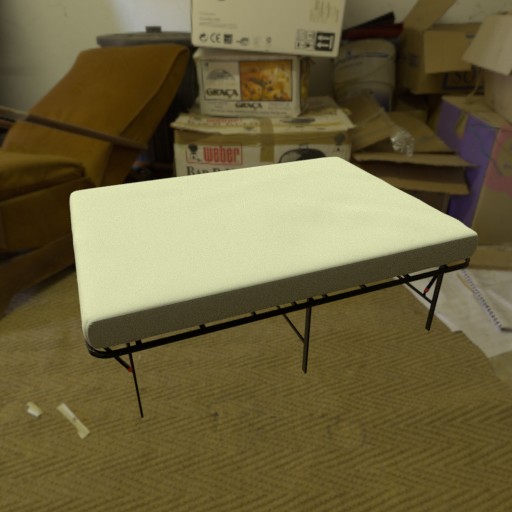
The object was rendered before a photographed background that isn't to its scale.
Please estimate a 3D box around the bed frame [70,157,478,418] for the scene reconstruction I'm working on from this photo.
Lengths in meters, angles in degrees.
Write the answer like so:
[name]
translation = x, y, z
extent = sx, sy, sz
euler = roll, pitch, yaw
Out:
[bed frame]
translation = 0.000, 0.000, 2.573
extent = 1.905, 0.637, 1.372
euler = -11, 32, -19
